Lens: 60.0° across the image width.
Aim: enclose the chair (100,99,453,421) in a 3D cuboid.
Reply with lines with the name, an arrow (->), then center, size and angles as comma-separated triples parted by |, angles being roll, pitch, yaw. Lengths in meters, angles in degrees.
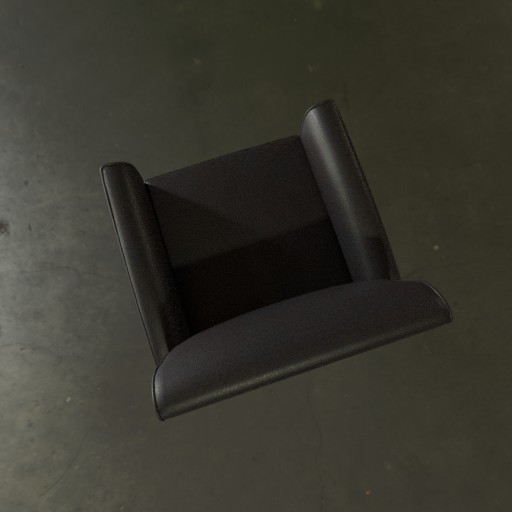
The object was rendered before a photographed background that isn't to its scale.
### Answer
chair -> 0.000, 0.000, 1.547 | 0.820, 0.916, 0.819 | -18, 76, -4
